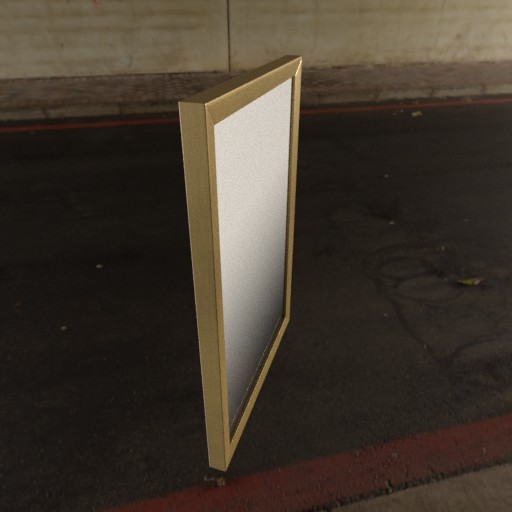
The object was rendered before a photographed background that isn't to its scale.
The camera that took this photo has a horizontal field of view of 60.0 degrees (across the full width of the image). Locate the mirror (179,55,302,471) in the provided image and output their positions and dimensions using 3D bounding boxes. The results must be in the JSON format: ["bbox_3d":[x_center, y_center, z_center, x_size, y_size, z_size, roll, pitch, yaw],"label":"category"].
[{"bbox_3d":[0.000,0.000,0.918,0.040,0.710,0.507,9,32,16],"label":"mirror"}]
